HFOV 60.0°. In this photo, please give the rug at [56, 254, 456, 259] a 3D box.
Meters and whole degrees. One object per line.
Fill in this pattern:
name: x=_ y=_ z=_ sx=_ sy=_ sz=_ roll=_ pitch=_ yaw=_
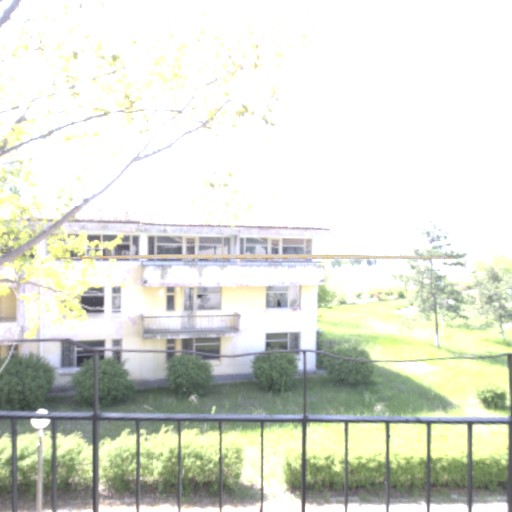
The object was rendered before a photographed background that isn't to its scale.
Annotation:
rug: x=0.000 y=0.000 z=4.198 sx=2.433 sy=0.011 sz=3.037 roll=0 pitch=1 yaw=0
